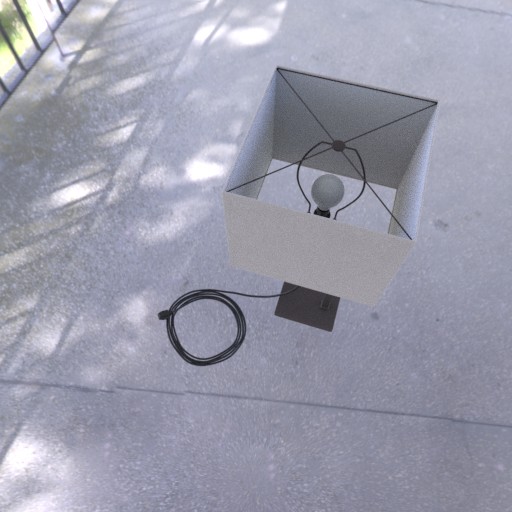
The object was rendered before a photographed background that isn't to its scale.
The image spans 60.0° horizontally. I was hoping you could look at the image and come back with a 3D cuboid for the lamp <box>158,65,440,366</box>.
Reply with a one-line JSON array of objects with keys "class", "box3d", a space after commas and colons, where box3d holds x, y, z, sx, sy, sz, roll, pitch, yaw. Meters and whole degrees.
[{"class": "lamp", "box3d": [0.000, 0.000, 0.961, 0.504, 0.660, 0.399, 16, 64, 8]}]
